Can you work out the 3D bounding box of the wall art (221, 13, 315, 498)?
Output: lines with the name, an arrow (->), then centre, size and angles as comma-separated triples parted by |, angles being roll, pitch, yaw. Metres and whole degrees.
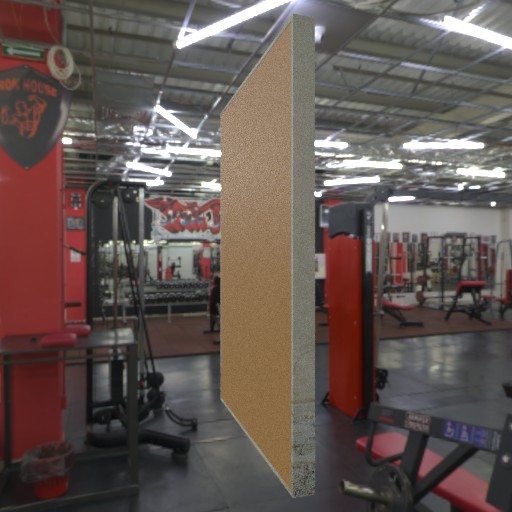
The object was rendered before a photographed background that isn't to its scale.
wall art -> 0.000, 0.000, 0.946 | 0.038, 0.764, 0.508 | 0, 0, -18
